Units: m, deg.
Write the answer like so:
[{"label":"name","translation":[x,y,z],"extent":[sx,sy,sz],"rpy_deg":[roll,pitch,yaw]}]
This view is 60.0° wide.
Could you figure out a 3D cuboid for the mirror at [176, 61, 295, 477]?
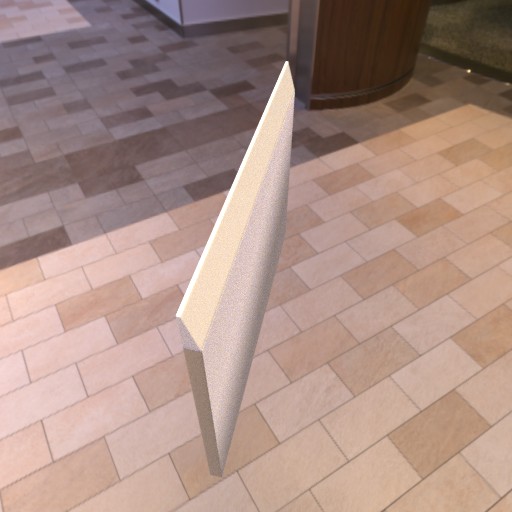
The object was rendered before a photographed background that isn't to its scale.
[{"label":"mirror","translation":[0.000,0.000,1.125],"extent":[0.030,0.630,0.870],"rpy_deg":[9,46,9]}]
